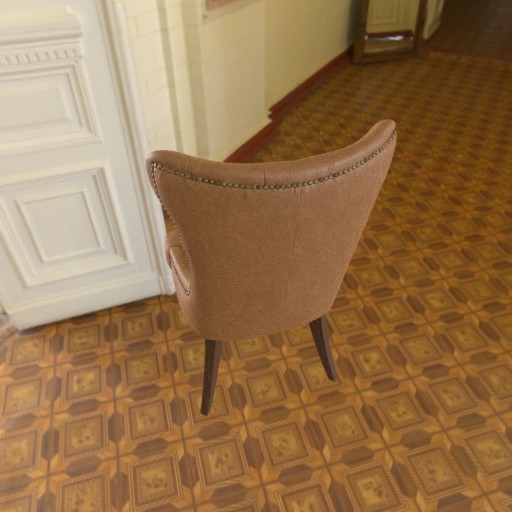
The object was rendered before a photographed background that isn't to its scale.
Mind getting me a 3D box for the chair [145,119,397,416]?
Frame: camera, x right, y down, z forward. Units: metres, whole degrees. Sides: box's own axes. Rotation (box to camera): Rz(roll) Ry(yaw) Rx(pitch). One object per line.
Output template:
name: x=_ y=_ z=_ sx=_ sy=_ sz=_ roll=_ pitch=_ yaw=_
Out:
chair: x=0.000 y=0.000 z=1.491 sx=0.611 sy=1.065 sz=0.669 roll=-11 pitch=42 yaw=-12
